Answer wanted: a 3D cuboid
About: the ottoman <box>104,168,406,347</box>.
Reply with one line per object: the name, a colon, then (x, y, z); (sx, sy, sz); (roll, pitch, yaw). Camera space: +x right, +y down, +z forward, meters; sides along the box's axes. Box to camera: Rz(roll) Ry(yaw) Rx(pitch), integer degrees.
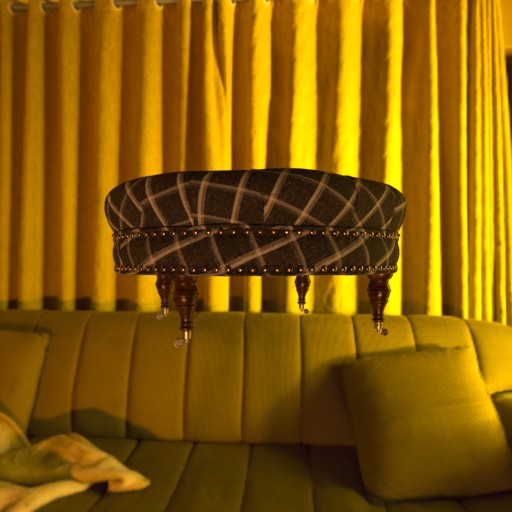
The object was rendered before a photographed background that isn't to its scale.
ottoman: (0.000, 0.000, 1.389); (0.901, 0.439, 0.901); (0, -1, 0)
